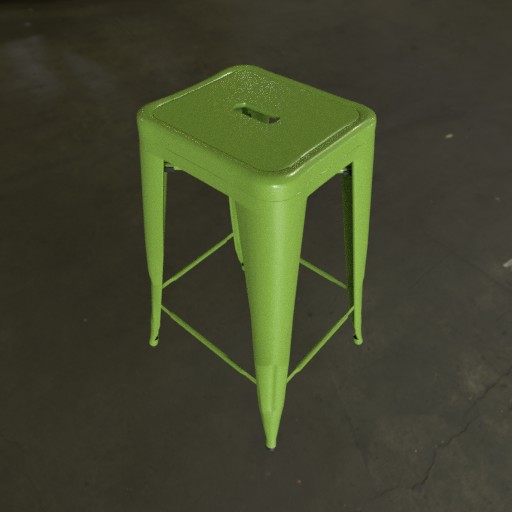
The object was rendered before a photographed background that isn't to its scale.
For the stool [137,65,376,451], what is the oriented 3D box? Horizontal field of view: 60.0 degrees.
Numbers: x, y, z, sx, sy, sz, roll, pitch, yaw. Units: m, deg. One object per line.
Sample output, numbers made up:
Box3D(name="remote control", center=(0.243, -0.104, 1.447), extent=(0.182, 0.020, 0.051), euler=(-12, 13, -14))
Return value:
Box3D(name="stool", center=(0.000, 0.000, 0.871), extent=(0.398, 0.609, 0.358), euler=(32, 53, 28))
